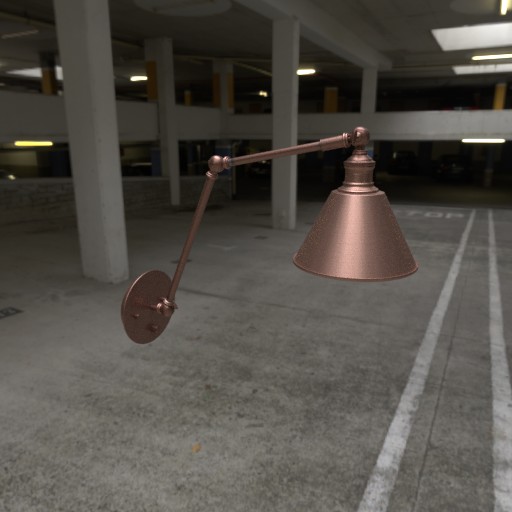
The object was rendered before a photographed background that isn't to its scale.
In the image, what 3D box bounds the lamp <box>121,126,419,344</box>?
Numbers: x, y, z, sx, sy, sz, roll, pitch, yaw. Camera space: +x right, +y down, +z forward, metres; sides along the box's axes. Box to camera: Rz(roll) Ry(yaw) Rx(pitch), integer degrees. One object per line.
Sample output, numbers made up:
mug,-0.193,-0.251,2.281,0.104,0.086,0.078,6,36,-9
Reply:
lamp,0.000,0.000,0.902,0.624,0.502,0.223,8,17,26
